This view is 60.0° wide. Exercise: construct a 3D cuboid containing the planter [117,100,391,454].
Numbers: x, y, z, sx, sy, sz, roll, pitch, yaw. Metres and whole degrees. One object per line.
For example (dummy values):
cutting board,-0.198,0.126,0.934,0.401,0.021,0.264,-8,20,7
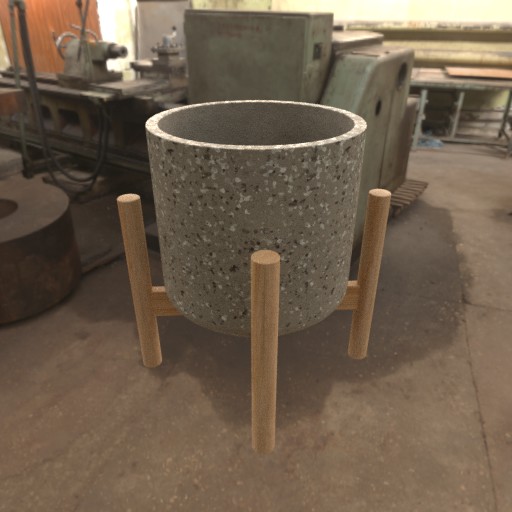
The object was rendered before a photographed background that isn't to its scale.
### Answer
planter,0.000,0.000,0.532,0.284,0.320,0.284,10,31,17
